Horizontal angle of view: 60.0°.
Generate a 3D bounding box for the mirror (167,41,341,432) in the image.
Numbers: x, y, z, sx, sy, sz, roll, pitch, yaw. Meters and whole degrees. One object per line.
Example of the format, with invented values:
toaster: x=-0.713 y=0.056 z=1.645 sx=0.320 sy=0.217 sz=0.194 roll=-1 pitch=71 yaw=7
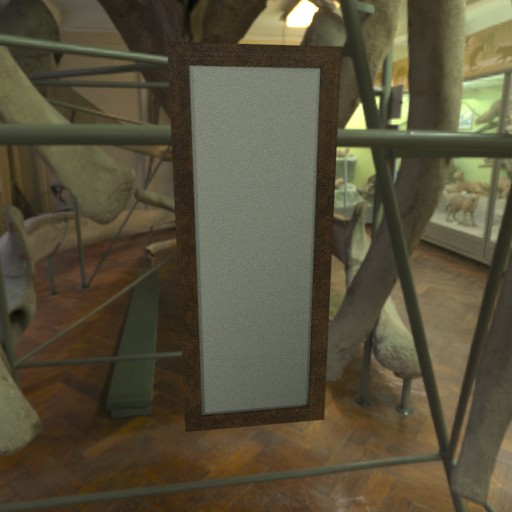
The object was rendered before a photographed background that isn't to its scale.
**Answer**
mirror: x=0.000 y=0.000 z=2.322 sx=0.812 sy=2.031 sz=0.032 roll=-2 pitch=15 yaw=-8
